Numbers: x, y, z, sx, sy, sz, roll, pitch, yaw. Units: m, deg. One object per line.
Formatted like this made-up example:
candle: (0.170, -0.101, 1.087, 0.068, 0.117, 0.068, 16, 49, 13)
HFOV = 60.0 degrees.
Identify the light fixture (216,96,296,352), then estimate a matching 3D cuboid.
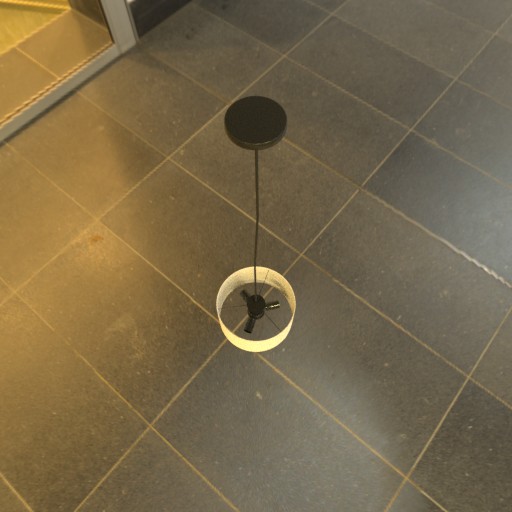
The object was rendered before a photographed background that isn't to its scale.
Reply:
light fixture: (0.000, 0.000, 1.740, 0.399, 1.516, 0.399, 0, 65, 0)
